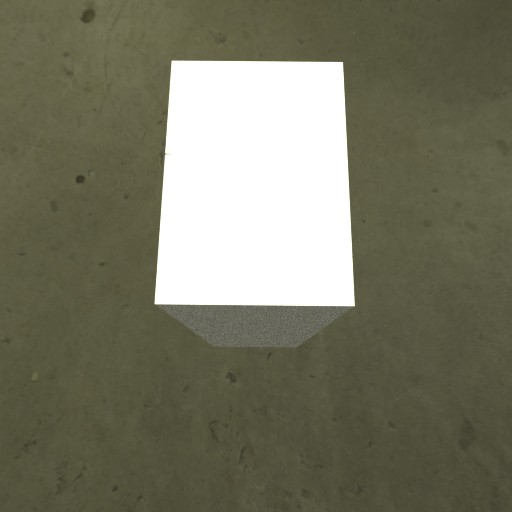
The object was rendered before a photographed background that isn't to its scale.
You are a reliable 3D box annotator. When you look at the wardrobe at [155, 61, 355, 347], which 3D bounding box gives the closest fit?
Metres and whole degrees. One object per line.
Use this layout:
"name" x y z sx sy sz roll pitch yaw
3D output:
"wardrobe" 0.000 0.000 2.427 0.600 2.040 0.860 1 75 0
